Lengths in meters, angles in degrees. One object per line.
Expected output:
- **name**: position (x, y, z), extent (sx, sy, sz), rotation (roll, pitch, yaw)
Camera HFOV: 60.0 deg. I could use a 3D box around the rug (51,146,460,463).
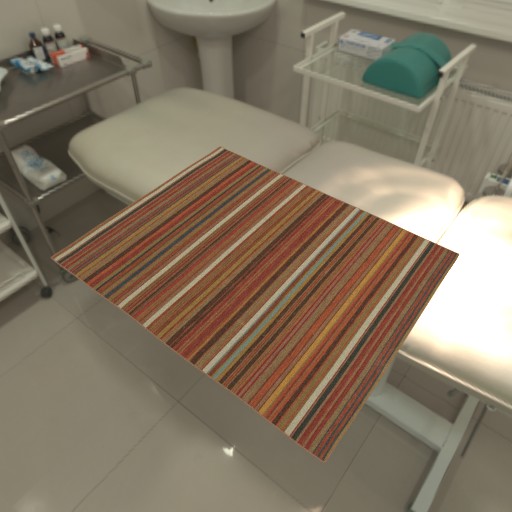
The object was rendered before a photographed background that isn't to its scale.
- **rug**: position (0.000, 0.000, 4.263), extent (3.092, 0.023, 2.479), rotation (30, 53, 25)
